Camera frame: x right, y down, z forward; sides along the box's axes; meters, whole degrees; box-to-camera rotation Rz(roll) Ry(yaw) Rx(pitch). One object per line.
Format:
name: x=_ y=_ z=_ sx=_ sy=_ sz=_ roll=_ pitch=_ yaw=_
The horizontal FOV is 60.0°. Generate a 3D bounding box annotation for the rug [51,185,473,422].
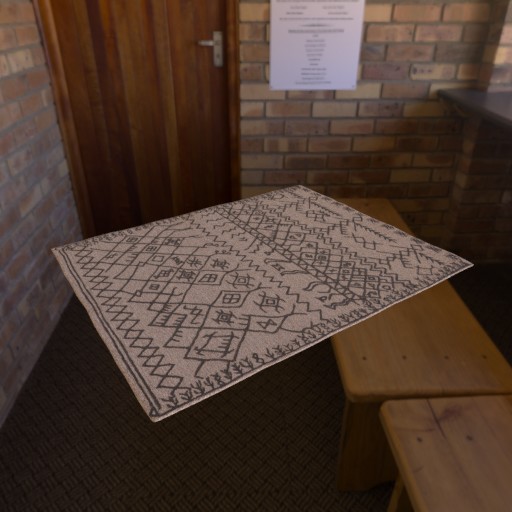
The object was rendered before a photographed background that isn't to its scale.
rug: x=0.000 y=0.000 z=3.261 sx=2.455 sy=0.025 sz=1.964 roll=-19 pitch=34 yaw=-29
